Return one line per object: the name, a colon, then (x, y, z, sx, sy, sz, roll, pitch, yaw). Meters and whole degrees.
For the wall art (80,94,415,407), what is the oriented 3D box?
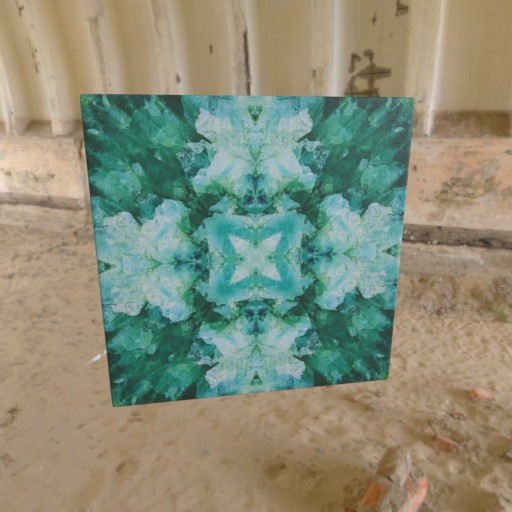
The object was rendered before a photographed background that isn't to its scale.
wall art: (0.000, 0.000, 0.748, 0.507, 0.508, 0.038, -3, 17, -10)
